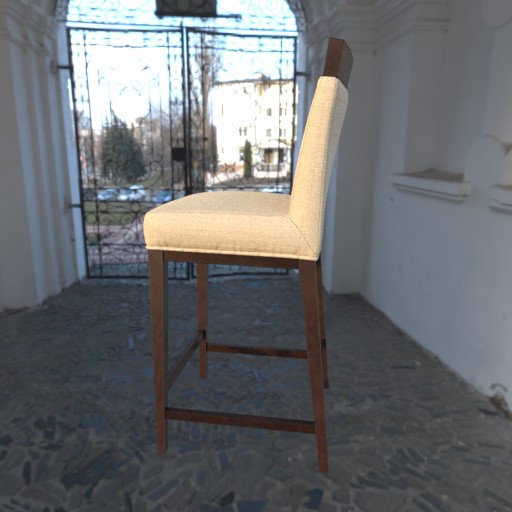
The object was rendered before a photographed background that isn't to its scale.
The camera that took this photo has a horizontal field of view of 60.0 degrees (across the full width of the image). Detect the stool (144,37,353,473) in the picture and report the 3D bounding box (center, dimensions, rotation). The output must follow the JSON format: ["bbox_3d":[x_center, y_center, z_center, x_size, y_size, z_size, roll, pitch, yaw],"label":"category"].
[{"bbox_3d":[0.000,0.000,1.371,0.531,1.117,0.511,2,14,9],"label":"stool"}]
